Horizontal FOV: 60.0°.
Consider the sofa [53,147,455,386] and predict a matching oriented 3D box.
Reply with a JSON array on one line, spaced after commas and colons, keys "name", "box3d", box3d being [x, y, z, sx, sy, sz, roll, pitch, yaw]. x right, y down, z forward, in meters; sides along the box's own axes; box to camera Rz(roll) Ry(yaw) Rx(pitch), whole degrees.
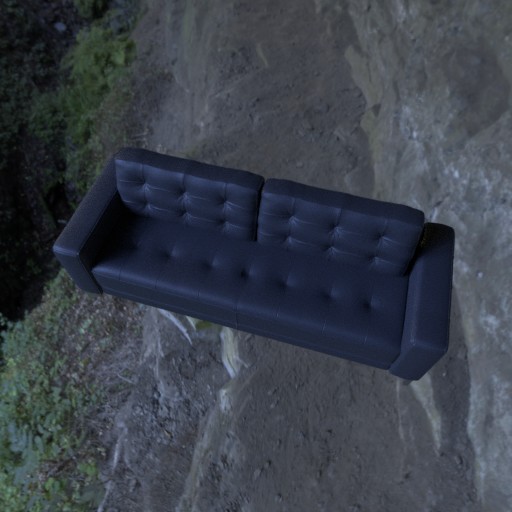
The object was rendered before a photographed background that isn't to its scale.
[{"name": "sofa", "box3d": [0.000, 0.000, 2.758, 2.275, 0.893, 0.833, 14, 58, 9]}]
